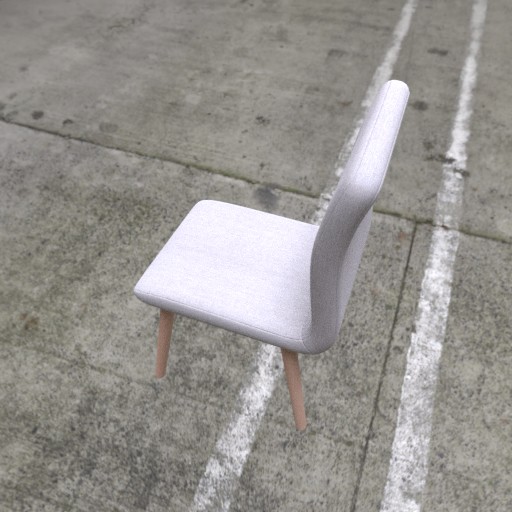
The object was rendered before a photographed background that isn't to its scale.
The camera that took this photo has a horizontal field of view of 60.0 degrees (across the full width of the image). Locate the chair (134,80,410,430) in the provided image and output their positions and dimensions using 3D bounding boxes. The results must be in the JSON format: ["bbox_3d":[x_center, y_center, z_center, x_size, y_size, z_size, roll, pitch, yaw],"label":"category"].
[{"bbox_3d":[0.000,0.000,1.173,0.550,0.885,0.435,15,48,14],"label":"chair"}]
